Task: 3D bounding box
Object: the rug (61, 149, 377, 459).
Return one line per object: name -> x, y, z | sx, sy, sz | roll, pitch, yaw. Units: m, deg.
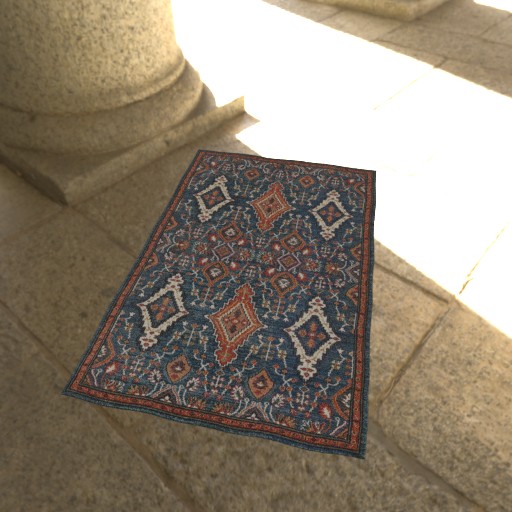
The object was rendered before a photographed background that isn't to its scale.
rug -> 0.000, 0.000, 4.182 | 2.190, 0.008, 3.371 | 9, 46, 8
